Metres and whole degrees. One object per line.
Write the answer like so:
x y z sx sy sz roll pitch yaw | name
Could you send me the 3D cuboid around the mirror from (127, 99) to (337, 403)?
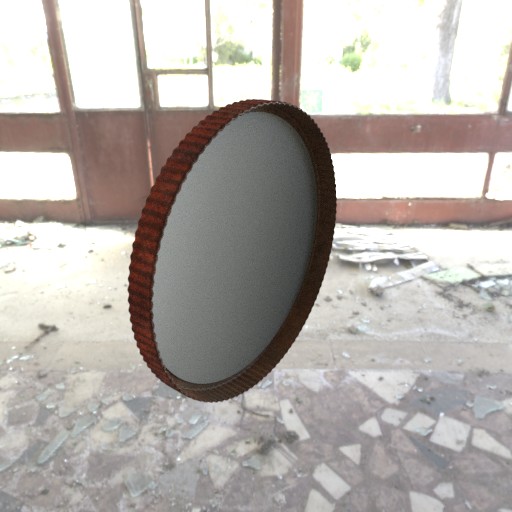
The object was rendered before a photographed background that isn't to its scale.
0.000 0.000 0.914 0.056 0.609 0.609 17 30 33 | mirror
